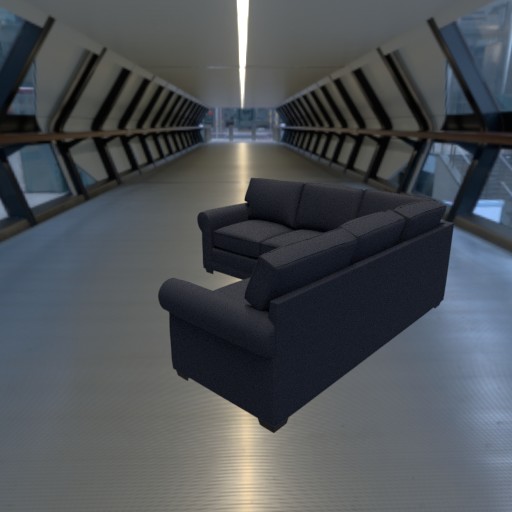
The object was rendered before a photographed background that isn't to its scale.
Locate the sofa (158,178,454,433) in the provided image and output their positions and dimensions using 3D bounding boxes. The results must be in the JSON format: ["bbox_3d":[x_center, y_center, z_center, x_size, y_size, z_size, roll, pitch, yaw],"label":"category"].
[{"bbox_3d":[0.000,0.000,3.953,2.487,1.042,2.562,15,23,40],"label":"sofa"}]
